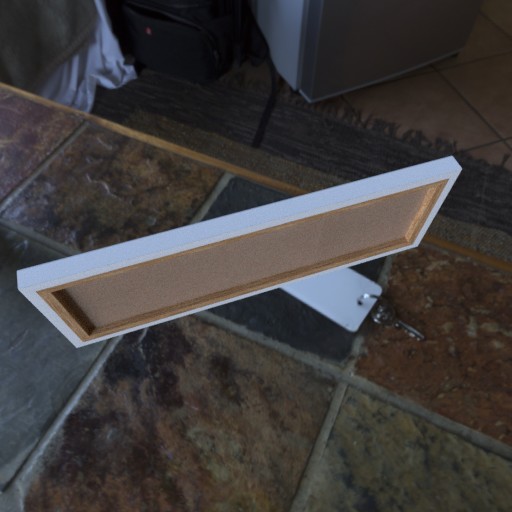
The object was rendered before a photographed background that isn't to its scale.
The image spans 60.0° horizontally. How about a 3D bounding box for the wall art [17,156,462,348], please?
[{"bbox_3d":[0.000,0.000,0.848,0.766,0.256,0.036,-16,60,-9],"label":"wall art"}]
